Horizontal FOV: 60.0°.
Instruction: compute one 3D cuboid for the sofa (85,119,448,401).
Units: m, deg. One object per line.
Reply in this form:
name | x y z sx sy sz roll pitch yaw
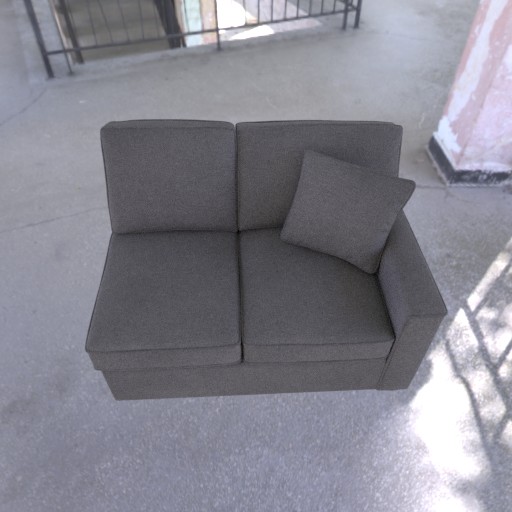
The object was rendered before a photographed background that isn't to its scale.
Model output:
sofa | 0.000 0.000 2.045 1.388 0.989 0.991 -2 46 -2
